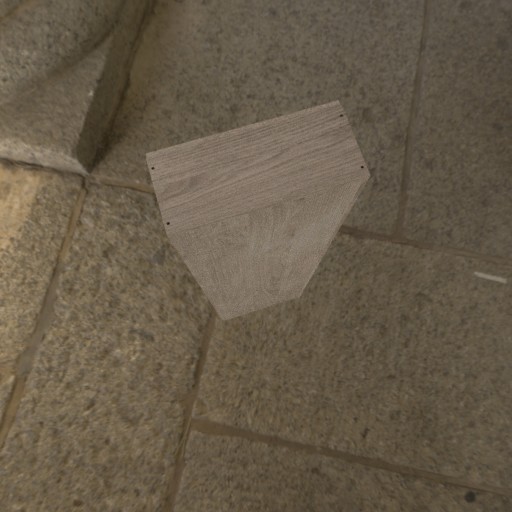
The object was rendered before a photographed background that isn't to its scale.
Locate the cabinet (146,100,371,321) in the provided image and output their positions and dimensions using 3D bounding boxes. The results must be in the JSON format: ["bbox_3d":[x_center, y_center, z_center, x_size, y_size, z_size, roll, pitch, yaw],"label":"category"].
[{"bbox_3d":[0.000,0.000,1.931,0.500,1.790,0.230,-17,76,-4],"label":"cabinet"}]
